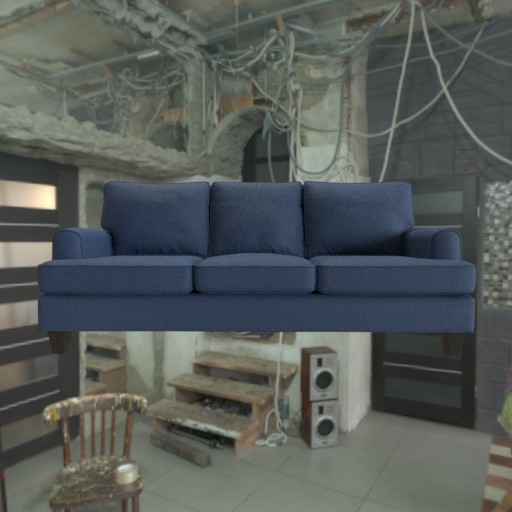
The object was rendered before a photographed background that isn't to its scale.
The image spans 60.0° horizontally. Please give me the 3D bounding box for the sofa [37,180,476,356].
[{"bbox_3d":[0.000,0.000,2.599,2.158,0.965,0.951,0,2,1],"label":"sofa"}]
